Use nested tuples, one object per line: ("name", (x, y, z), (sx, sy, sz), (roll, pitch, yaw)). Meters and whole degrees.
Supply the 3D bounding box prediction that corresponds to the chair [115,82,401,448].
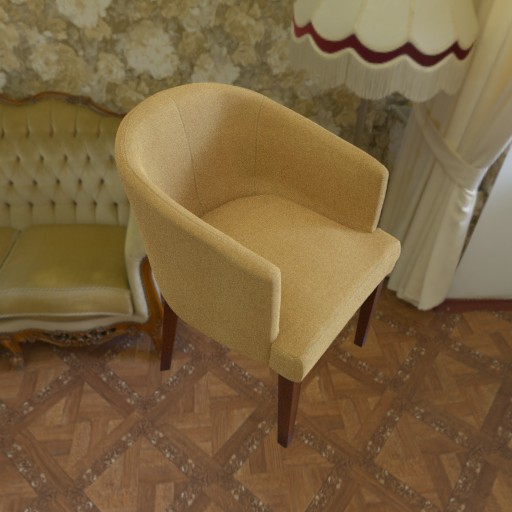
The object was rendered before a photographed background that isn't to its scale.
("chair", (0.000, 0.000, 1.275), (0.655, 0.811, 0.583), (27, 48, 27))
